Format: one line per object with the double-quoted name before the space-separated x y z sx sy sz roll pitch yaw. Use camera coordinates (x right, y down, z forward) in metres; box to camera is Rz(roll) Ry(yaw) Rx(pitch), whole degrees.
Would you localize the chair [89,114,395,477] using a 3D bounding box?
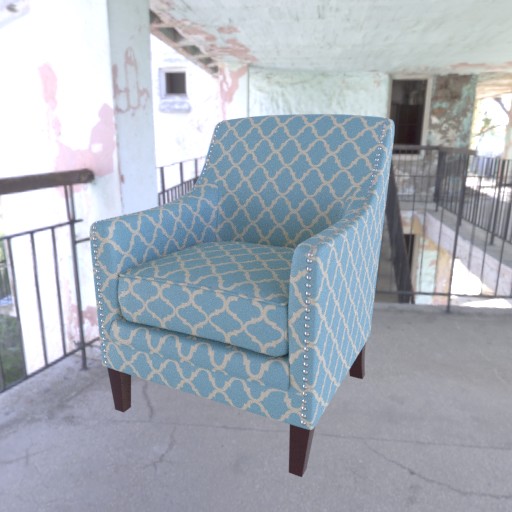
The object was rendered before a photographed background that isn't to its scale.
"chair" 0.000 0.000 1.302 0.617 0.817 0.686 8 17 26
